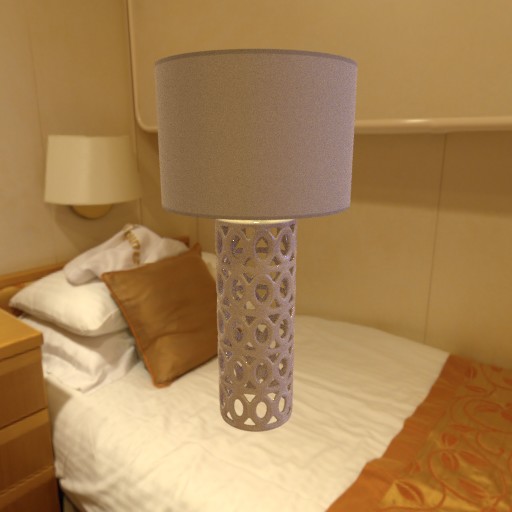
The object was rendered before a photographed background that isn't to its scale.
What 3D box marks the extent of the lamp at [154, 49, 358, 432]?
[{"bbox_3d":[0.000,0.000,0.807,0.324,0.636,0.325,-2,15,-8],"label":"lamp"}]
